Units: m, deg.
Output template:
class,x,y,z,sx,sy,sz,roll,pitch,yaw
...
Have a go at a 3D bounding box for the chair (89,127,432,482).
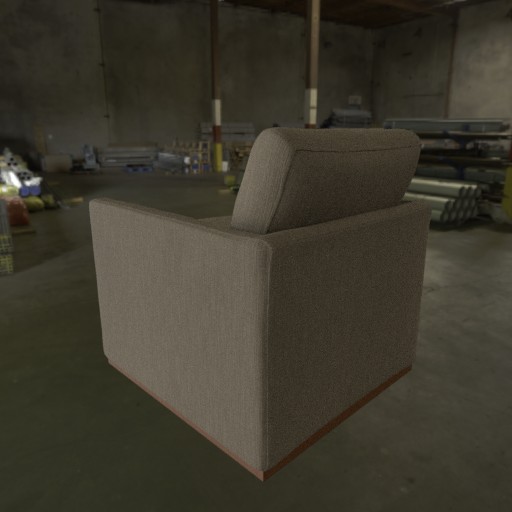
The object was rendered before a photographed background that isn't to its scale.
class,x,y,z,sx,sy,sz,roll,pitch,yaw
chair,0.000,0.000,1.461,0.763,0.811,0.834,-15,22,-42
